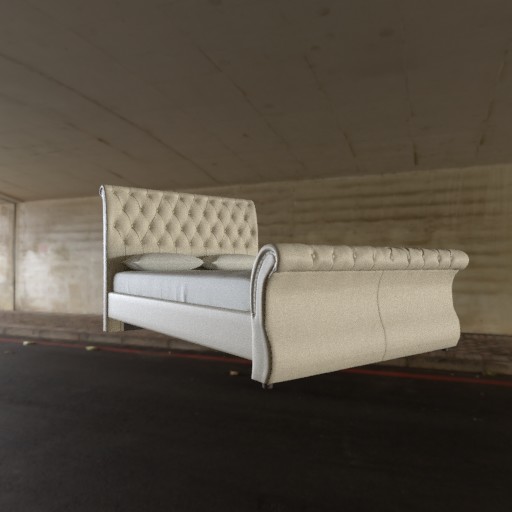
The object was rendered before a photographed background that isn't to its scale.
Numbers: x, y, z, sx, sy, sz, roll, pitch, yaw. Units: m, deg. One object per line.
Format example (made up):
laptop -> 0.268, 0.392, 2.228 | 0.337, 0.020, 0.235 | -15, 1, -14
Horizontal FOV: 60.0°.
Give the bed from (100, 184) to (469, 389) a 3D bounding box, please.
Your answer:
bed -> 0.000, 0.000, 3.383 | 1.606, 1.268, 2.493 | 1, -1, -37
